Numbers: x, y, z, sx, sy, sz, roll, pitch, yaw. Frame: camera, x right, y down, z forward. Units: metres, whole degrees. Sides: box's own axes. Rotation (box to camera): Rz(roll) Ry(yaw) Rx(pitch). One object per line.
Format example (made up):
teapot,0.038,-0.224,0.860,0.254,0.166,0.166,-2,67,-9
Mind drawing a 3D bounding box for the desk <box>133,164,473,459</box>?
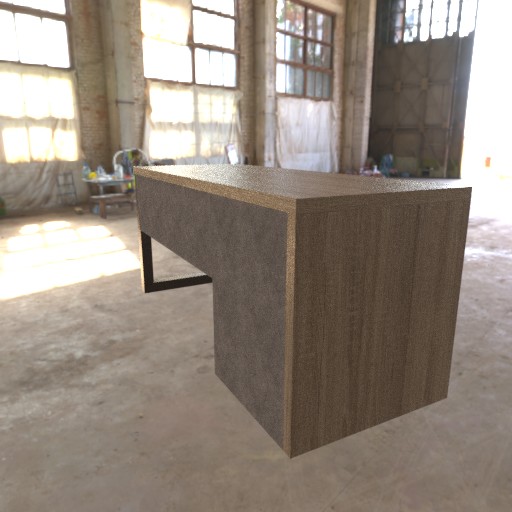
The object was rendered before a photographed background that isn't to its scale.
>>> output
desk,0.000,0.000,2.070,0.690,0.760,1.700,-8,16,-27
